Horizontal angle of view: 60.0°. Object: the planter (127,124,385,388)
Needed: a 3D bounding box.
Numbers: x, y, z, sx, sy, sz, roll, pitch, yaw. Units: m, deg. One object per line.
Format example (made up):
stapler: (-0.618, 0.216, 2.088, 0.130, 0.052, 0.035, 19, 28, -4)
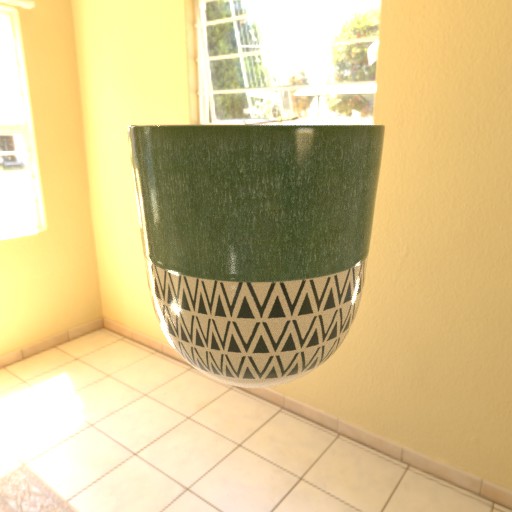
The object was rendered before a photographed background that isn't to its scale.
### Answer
planter: (0.000, 0.000, 0.377, 0.195, 0.214, 0.195, 0, 17, 0)
